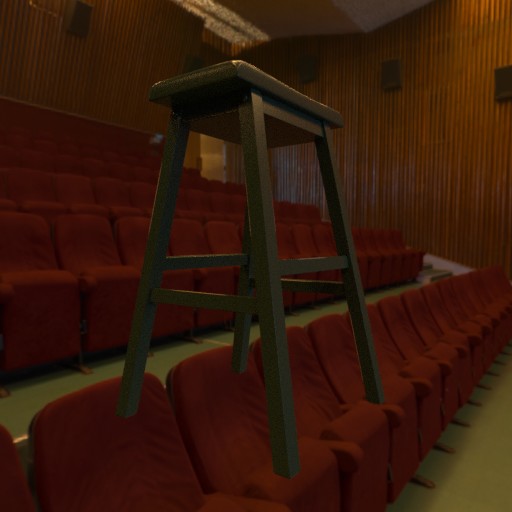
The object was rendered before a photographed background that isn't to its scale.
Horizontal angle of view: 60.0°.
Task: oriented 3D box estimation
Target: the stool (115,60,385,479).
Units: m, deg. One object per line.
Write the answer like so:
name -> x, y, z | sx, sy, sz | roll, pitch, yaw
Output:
stool -> 0.000, 0.000, 1.063 | 0.476, 0.737, 0.457 | 1, 2, 36
